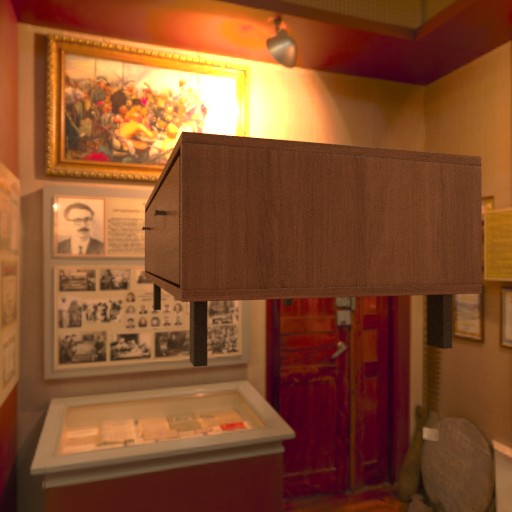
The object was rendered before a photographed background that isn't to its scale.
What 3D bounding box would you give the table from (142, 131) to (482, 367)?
[{"bbox_3d":[0.000,0.000,1.257,0.600,0.380,1.020,0,0,-17],"label":"table"}]
